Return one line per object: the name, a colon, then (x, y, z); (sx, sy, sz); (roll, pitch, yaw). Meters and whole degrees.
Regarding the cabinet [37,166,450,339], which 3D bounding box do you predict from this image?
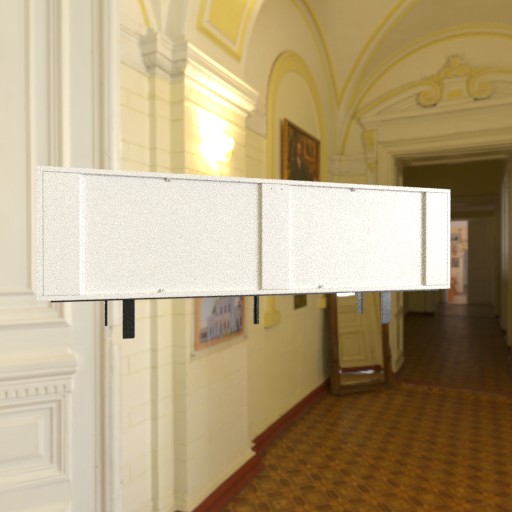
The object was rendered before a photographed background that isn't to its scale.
cabinet: (0.000, 0.000, 1.743); (1.499, 0.533, 0.431); (0, 0, -19)
